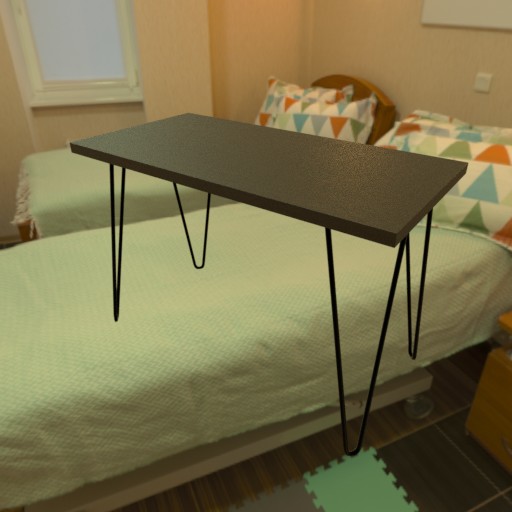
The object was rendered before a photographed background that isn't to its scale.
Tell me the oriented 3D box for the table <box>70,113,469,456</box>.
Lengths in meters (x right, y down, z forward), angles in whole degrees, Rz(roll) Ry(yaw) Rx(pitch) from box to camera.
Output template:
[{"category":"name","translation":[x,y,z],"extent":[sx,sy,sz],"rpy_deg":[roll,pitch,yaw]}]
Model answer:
[{"category":"table","translation":[0.000,0.000,1.384],"extent":[0.991,0.660,0.499],"rpy_deg":[20,36,31]}]
